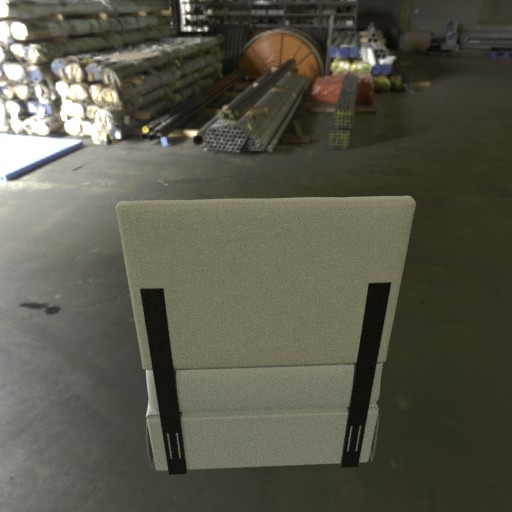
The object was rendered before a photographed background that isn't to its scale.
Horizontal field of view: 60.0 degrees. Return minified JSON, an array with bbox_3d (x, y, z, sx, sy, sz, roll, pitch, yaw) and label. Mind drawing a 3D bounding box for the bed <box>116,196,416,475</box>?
[{"bbox_3d":[0.000,0.000,2.885,1.261,1.571,1.997,-1,30,-2],"label":"bed"}]
